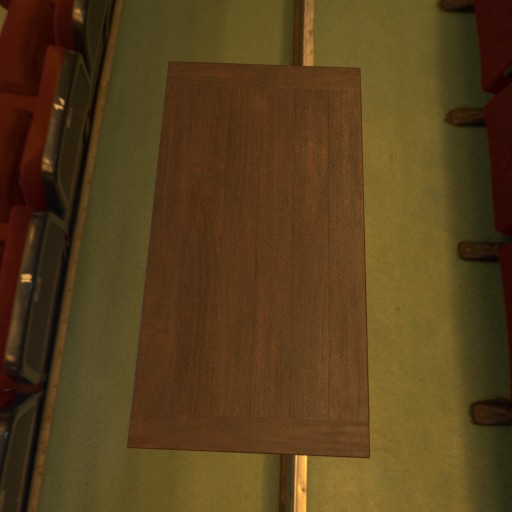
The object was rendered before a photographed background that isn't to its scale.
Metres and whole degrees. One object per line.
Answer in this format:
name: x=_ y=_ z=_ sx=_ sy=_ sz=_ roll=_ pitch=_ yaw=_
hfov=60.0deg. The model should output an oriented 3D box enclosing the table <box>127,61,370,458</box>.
table: x=0.000 y=0.000 z=1.634 sx=0.700 sy=0.494 sz=1.270 roll=2 pitch=75 yaw=1
